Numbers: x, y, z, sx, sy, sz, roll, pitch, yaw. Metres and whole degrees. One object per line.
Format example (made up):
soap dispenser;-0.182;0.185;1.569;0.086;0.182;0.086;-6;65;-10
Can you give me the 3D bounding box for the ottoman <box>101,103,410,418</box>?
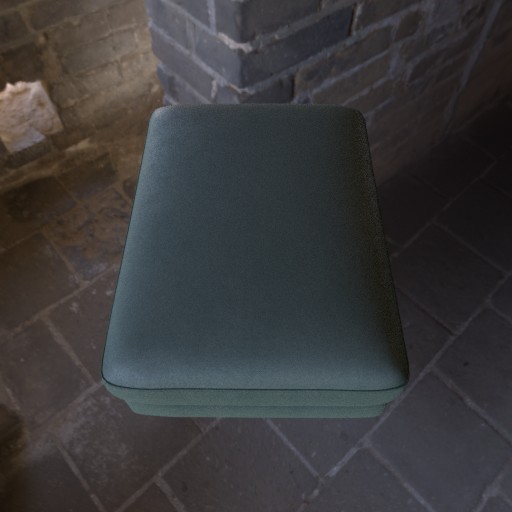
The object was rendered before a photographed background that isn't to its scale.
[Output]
ottoman;0.000;0.000;1.163;0.608;0.449;0.811;0;58;0
